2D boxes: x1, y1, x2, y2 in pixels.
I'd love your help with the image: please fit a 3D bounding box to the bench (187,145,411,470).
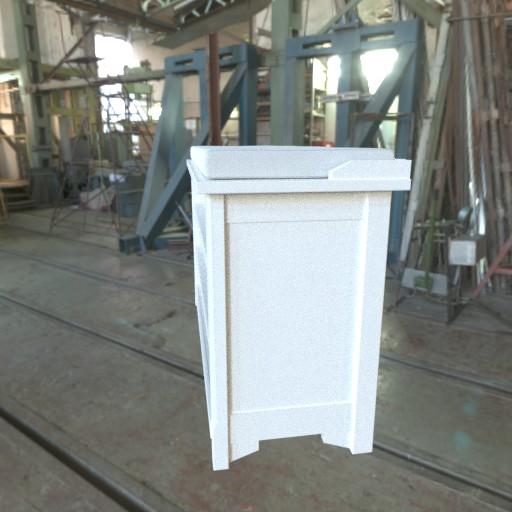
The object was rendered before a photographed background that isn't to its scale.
[{"bbox_3d":[0.000,0.000,1.224,0.346,0.589,0.987,-2,14,-9],"label":"bench"}]
